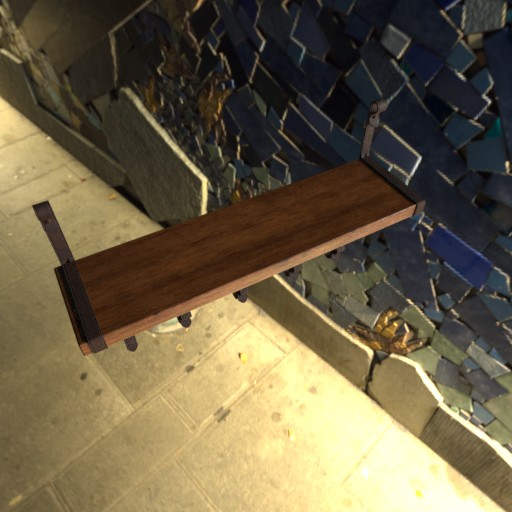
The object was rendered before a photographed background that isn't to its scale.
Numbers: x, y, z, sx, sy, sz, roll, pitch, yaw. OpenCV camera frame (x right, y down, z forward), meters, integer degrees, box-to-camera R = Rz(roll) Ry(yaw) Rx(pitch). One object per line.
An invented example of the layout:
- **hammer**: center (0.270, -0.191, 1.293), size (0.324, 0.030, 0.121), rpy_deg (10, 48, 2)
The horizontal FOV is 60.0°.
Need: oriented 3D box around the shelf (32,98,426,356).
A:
- **shelf**: center (0.000, 0.000, 0.692), size (0.567, 0.330, 0.146), rpy_deg (-22, 51, -19)
